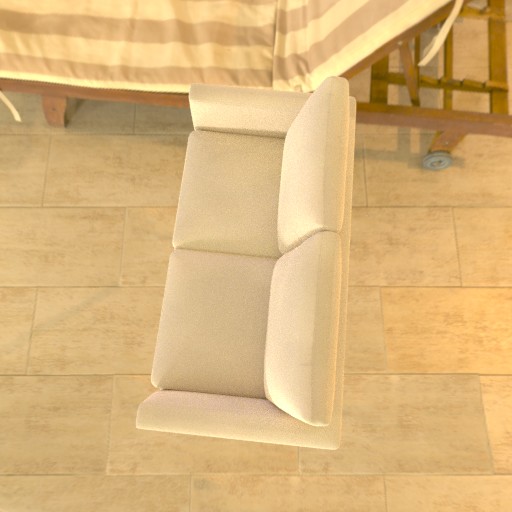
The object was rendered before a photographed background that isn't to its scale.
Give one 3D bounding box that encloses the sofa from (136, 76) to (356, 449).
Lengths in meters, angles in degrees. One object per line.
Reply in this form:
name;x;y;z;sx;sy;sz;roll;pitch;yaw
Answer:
sofa;0.000;0.000;2.306;0.906;0.995;1.739;6;75;2
